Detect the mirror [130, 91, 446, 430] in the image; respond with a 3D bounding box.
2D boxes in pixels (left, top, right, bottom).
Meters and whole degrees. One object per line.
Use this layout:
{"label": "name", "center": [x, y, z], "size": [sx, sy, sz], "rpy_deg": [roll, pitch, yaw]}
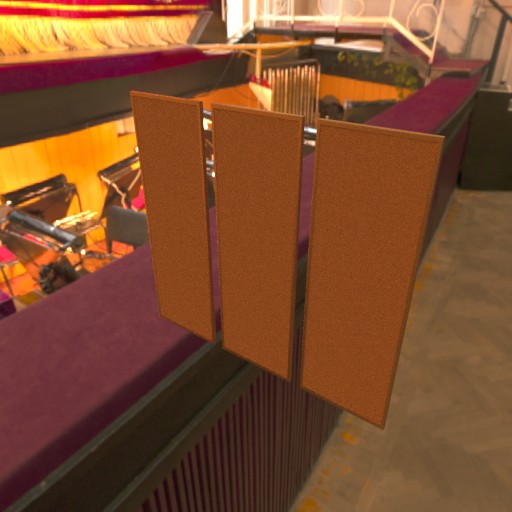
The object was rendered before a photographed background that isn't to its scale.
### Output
{"label": "mirror", "center": [0.000, 0.000, 1.444], "size": [1.011, 0.926, 0.023], "rpy_deg": [19, 35, 31]}
